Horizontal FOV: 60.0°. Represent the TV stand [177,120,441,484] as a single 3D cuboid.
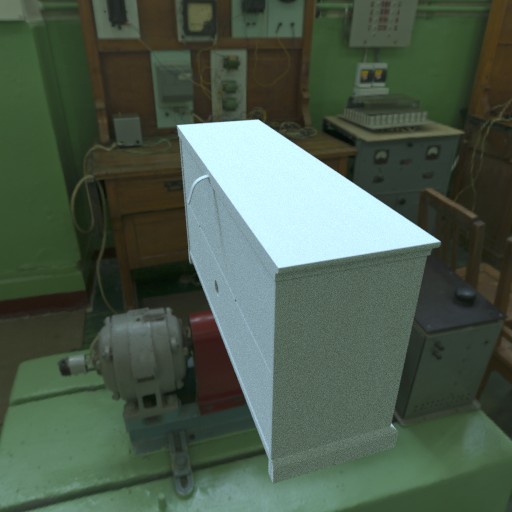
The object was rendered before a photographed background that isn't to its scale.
[{"bbox_3d":[0.000,0.000,1.473,0.424,0.624,1.187,-9,30,-15],"label":"TV stand"}]
